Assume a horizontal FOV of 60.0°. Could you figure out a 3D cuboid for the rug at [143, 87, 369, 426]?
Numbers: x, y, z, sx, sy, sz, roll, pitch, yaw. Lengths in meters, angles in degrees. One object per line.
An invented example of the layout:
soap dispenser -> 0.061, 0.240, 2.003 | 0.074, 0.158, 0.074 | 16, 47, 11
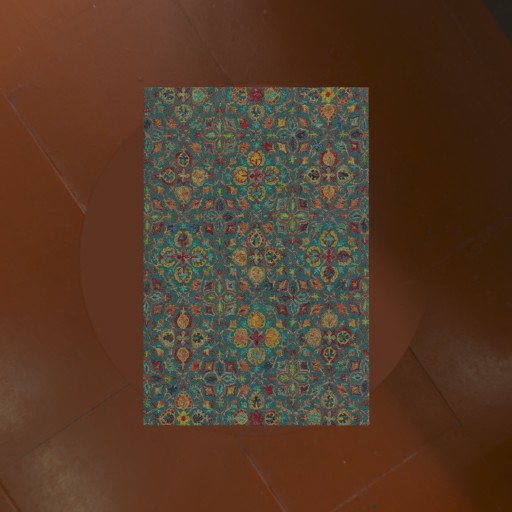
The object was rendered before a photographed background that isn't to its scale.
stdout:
rug -> 0.000, 0.000, 3.000 | 1.527, 0.016, 2.290 | 0, 90, 0
